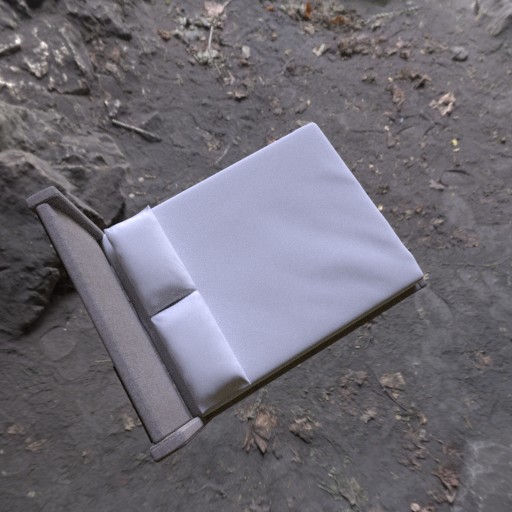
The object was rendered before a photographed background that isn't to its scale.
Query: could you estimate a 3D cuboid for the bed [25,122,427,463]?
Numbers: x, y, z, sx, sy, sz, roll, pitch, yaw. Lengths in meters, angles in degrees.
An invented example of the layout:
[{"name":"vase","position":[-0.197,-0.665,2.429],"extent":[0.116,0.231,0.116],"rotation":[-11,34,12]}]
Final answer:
[{"name":"bed","position":[0.000,0.000,3.329],"extent":[2.245,1.476,1.714],"rotation":[-30,77,-8]}]
